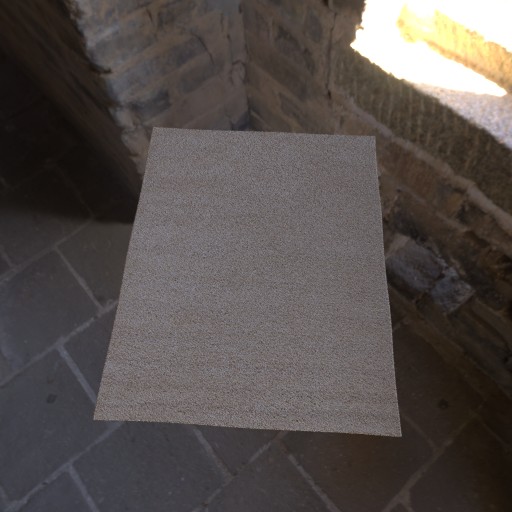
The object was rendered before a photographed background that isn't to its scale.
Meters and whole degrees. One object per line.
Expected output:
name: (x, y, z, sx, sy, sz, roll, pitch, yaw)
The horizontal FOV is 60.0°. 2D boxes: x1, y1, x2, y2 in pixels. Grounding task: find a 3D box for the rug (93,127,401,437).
rug: (0.000, 0.000, 4.120, 2.400, 0.026, 3.000, 3, 63, 1)
